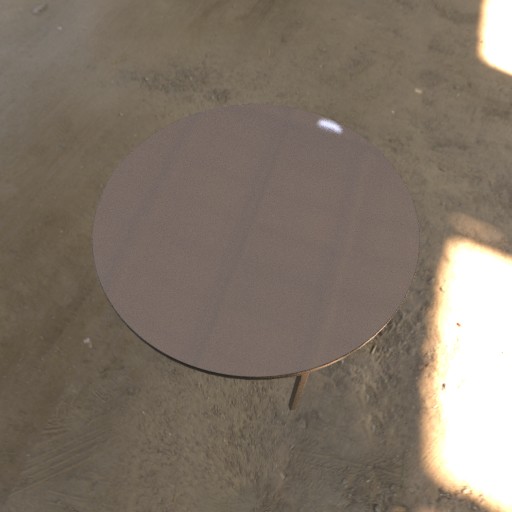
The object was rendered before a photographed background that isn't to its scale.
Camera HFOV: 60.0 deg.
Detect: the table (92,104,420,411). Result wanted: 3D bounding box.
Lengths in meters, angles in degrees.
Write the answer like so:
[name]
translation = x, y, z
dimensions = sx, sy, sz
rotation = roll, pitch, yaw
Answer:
[table]
translation = 0.000, 0.000, 1.267
dimensions = 0.800, 0.400, 0.800
rotation = 0, 60, 0
